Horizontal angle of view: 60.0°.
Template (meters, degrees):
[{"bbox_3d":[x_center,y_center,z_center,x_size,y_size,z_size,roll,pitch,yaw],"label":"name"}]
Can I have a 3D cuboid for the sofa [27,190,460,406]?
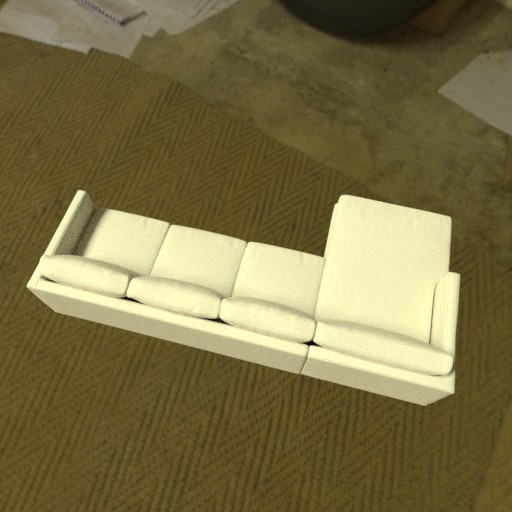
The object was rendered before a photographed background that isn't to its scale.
[{"bbox_3d":[0.000,0.000,3.735,3.186,0.846,1.625,13,64,7],"label":"sofa"}]
